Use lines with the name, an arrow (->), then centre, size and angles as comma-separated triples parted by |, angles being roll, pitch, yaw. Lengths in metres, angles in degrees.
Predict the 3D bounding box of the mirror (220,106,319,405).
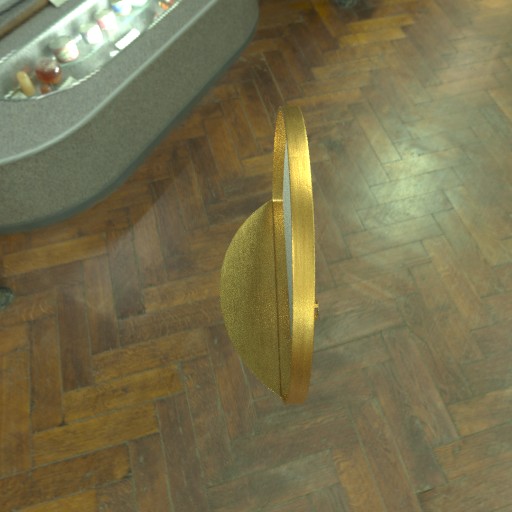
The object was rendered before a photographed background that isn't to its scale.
mirror -> 0.000, 0.000, 0.715 | 0.133, 0.457, 0.457 | -1, 60, -1
